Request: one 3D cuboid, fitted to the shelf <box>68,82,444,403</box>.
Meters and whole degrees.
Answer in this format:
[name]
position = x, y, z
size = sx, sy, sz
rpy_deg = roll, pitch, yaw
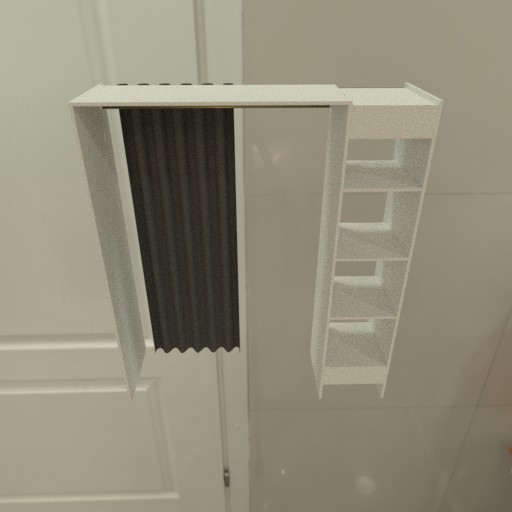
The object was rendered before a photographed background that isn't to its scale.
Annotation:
[shelf]
position = 0.000, 0.000, 2.553
size = 1.600, 1.810, 0.500
rpy_deg = -1, 30, -1
